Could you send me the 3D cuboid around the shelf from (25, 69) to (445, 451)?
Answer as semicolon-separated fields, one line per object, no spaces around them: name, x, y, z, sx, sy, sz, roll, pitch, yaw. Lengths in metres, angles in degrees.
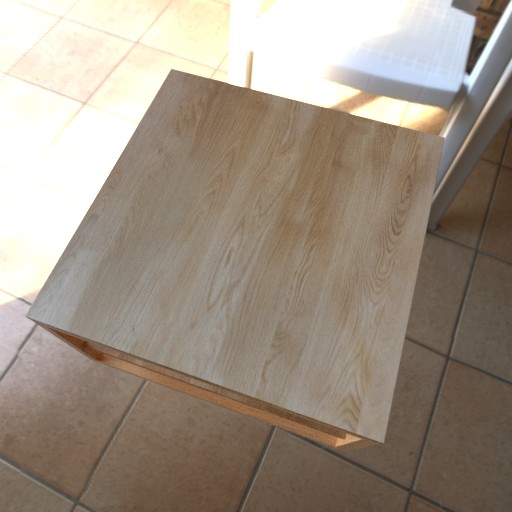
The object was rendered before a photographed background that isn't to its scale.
shelf;0.000;0.000;1.430;0.899;0.480;0.899;17;65;8
